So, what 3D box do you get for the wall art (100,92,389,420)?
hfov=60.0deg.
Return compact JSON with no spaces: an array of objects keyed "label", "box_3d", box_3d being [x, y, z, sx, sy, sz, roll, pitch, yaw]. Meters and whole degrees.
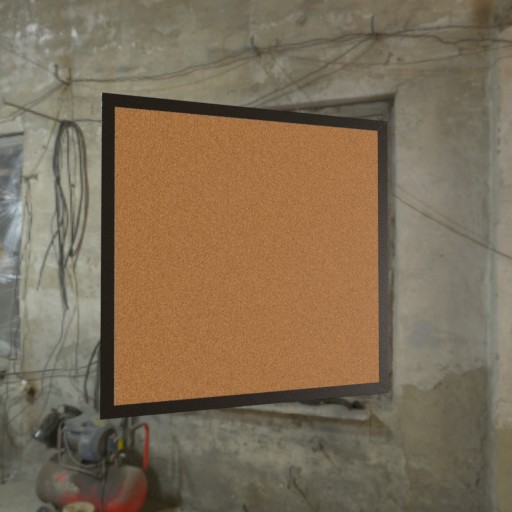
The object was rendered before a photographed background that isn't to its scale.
[{"label":"wall art","box_3d":[0.000,0.000,1.159,0.765,0.765,0.038,0,-1,-16]}]
